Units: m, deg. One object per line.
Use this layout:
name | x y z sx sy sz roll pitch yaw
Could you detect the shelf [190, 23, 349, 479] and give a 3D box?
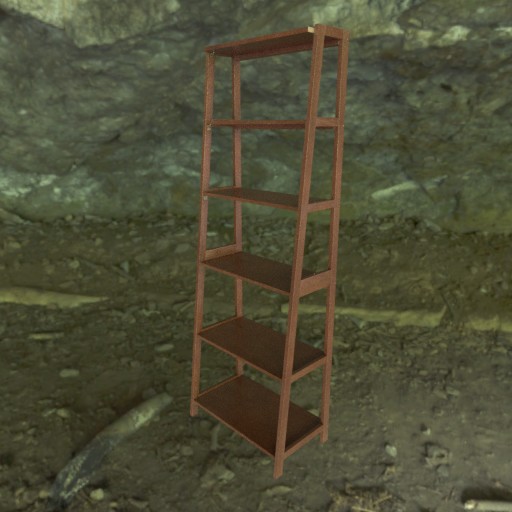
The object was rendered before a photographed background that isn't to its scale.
shelf | 0.000 0.000 2.095 0.382 1.892 0.660 -15 22 -42
